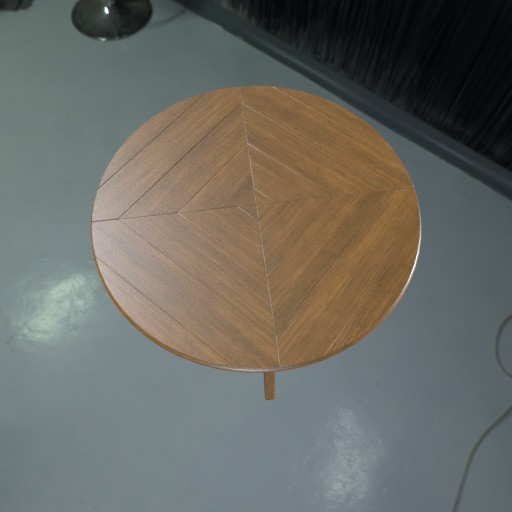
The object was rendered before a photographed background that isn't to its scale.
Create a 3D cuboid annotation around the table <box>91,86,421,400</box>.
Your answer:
[{"bbox_3d":[0.000,0.000,1.759,1.055,0.757,1.055,0,64,0],"label":"table"}]
